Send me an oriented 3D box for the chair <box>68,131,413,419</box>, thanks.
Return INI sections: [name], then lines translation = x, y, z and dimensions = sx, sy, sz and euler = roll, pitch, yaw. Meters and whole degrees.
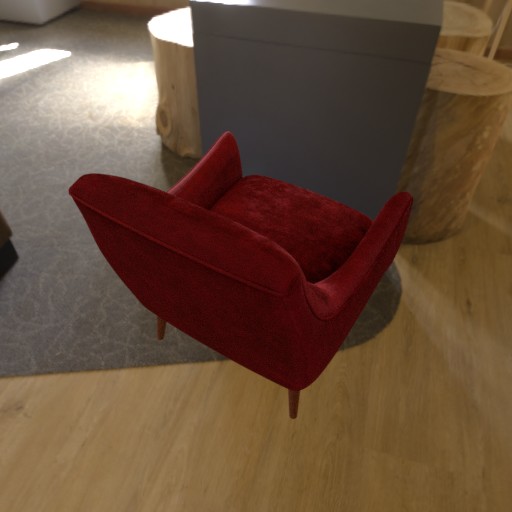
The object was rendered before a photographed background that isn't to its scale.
[chair]
translation = 0.000, 0.000, 1.460
dimensions = 0.762, 0.838, 0.787
euler = 24, 51, 22
